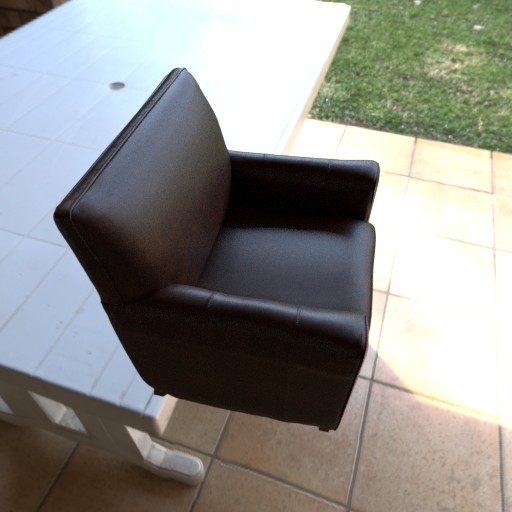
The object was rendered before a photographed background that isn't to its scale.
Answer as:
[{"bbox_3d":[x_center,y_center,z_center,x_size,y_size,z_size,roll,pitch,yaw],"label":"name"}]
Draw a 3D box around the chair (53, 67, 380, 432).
[{"bbox_3d":[0.000,0.000,1.567,0.823,0.943,0.870,10,47,9],"label":"chair"}]
